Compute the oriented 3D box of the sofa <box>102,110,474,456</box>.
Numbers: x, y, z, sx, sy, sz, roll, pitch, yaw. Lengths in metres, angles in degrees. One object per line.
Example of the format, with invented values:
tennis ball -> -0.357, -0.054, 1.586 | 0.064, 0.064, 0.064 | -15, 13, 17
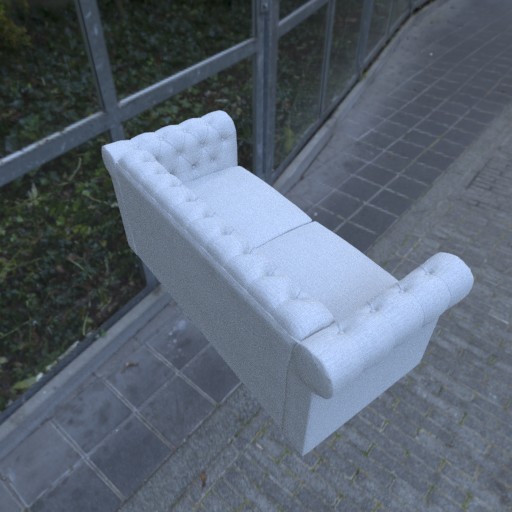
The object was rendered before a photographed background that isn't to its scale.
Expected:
sofa -> 0.000, 0.000, 2.261 | 0.783, 0.797, 1.798 | -27, 49, -26
